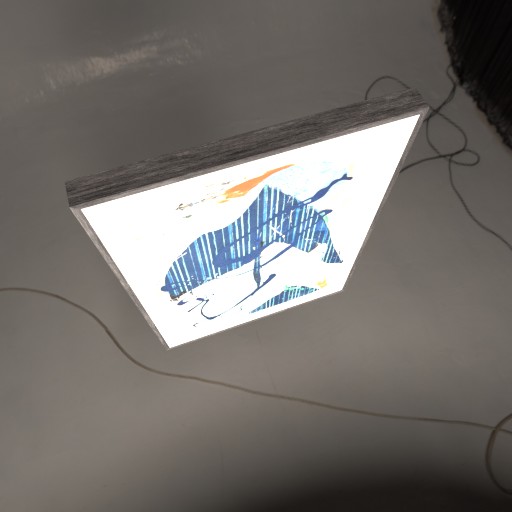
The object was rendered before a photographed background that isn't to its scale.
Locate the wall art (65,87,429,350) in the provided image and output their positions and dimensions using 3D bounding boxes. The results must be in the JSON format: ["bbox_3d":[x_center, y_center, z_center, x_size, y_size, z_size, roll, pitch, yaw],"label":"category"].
[{"bbox_3d":[0.000,0.000,1.352,0.762,1.016,0.063,-17,64,-9],"label":"wall art"}]
